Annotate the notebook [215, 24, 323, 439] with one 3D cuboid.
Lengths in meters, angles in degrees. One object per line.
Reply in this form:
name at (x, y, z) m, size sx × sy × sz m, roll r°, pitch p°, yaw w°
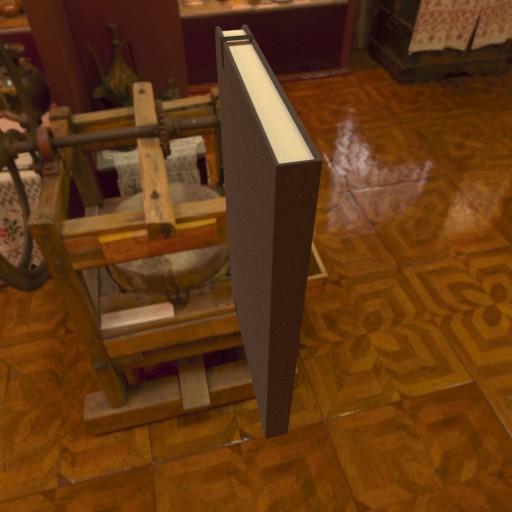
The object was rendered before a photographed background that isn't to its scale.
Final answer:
notebook at (0.000, 0.000, 0.256) m, size 0.016 × 0.213 × 0.127 m, roll -9°, pitch 47°, yaw -8°
